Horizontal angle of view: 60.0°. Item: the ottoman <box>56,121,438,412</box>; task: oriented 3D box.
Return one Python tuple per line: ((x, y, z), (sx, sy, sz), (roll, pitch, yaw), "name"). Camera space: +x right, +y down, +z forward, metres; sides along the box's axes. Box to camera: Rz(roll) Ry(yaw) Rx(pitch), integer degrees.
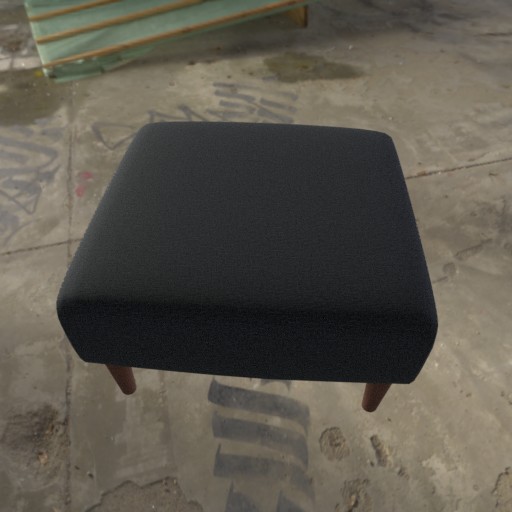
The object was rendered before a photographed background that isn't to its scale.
((0.000, 0.000, 1.053), (0.650, 0.398, 0.649), (3, 46, 3), "ottoman")
